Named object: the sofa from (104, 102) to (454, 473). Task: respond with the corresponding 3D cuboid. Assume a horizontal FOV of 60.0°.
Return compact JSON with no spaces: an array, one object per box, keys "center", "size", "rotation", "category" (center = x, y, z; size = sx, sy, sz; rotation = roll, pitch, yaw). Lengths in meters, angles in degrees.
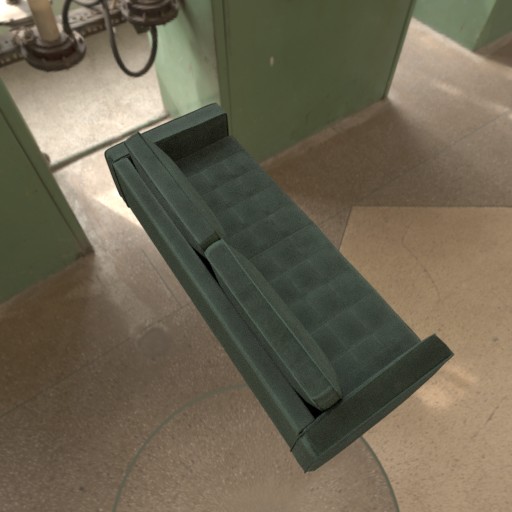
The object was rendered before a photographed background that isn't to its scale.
[{"center":[0.000,0.000,2.626],"size":[0.886,0.781,2.214],"rotation":[-30,63,-17],"category":"sofa"}]
